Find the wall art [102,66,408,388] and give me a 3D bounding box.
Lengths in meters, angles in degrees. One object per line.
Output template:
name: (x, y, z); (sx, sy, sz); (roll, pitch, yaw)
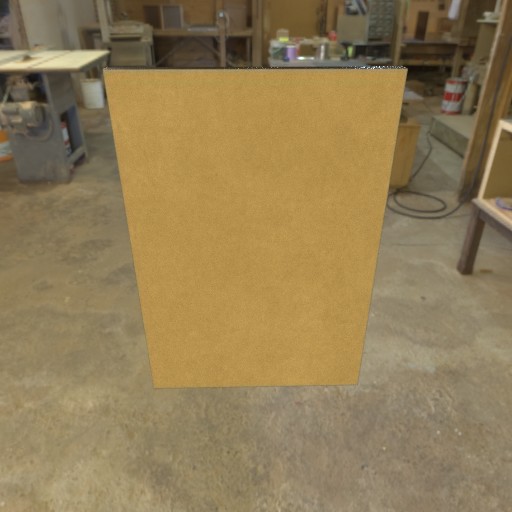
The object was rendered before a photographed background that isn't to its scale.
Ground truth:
wall art: (0.000, 0.000, 0.577); (0.314, 0.455, 0.019); (-1, 30, -1)
